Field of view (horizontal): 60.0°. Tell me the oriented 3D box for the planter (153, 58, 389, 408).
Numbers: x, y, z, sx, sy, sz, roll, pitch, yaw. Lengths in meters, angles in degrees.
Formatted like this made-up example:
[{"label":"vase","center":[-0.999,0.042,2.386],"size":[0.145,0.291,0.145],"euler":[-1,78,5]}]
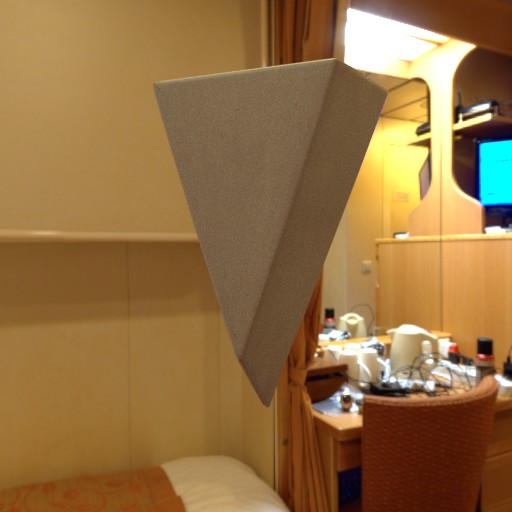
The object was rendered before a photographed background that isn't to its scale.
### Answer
[{"label":"planter","center":[0.000,0.000,0.264],"size":[0.150,0.197,0.060],"euler":[0,1,18]}]
